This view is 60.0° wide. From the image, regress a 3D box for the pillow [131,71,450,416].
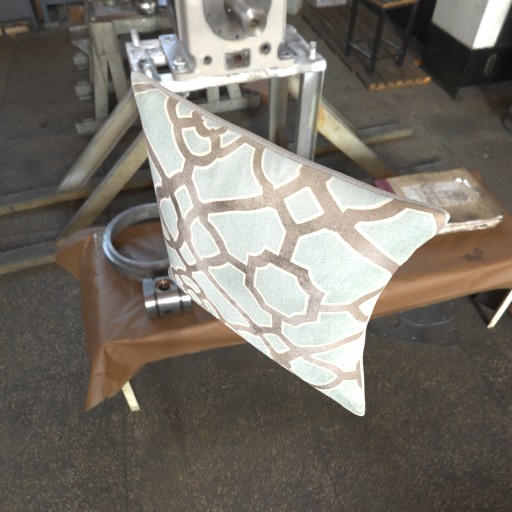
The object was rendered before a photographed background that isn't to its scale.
[{"bbox_3d":[0.000,0.000,0.789,0.552,0.508,0.166,32,55,26],"label":"pillow"}]
